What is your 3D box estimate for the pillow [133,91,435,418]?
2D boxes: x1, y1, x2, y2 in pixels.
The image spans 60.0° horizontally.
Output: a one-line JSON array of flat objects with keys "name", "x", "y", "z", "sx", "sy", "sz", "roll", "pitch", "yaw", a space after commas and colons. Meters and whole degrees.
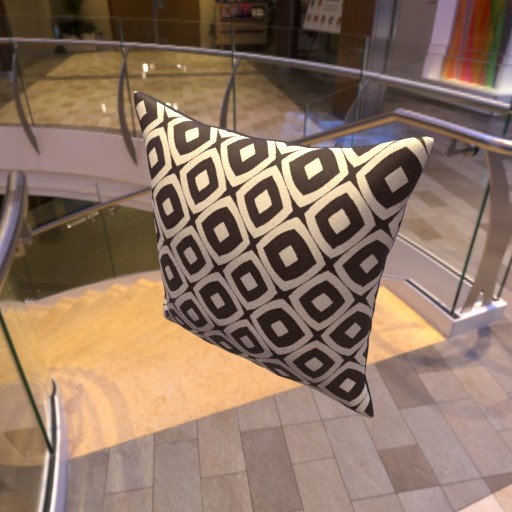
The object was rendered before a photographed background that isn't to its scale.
[{"name": "pillow", "x": 0.000, "y": 0.000, "z": 0.765, "sx": 0.504, "sy": 0.494, "sz": 0.188, "roll": 19, "pitch": 36, "yaw": 29}]
